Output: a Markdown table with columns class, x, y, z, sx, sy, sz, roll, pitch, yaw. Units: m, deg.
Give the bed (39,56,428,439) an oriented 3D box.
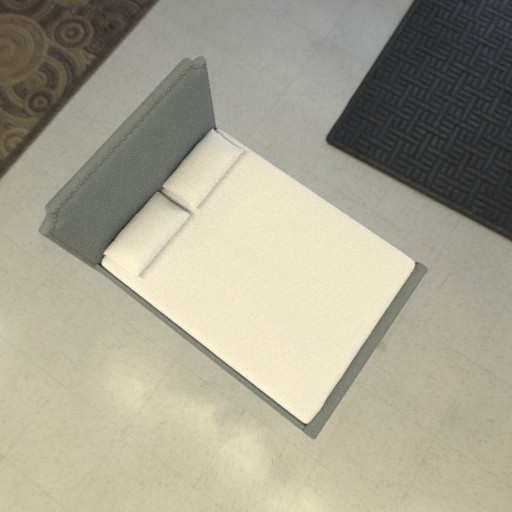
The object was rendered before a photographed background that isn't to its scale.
| class | x | y | z | sx | sy | sz | roll | pitch | yaw |
| --- | --- | --- | --- | --- | --- | --- | --- | --- | --- |
| bed | 0.000 | 0.000 | 3.469 | 2.372 | 1.443 | 1.712 | 36 | 78 | 9 |
